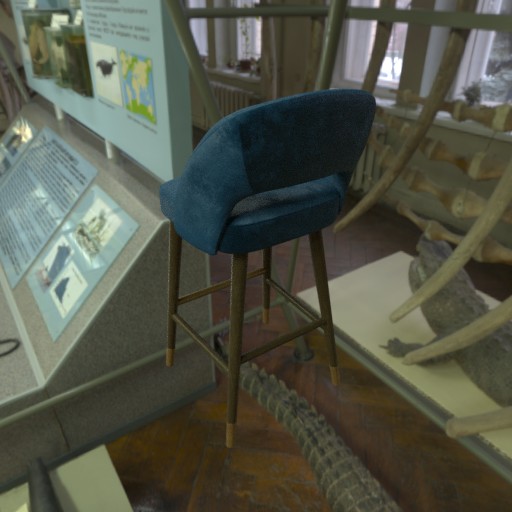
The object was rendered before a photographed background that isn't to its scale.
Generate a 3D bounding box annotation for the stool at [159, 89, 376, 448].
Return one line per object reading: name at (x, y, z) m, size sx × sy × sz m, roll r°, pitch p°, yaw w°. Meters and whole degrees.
stool at (0.000, 0.000, 1.347) m, size 0.514 × 1.016 × 0.515 m, roll -19°, pitch 35°, yaw -30°
